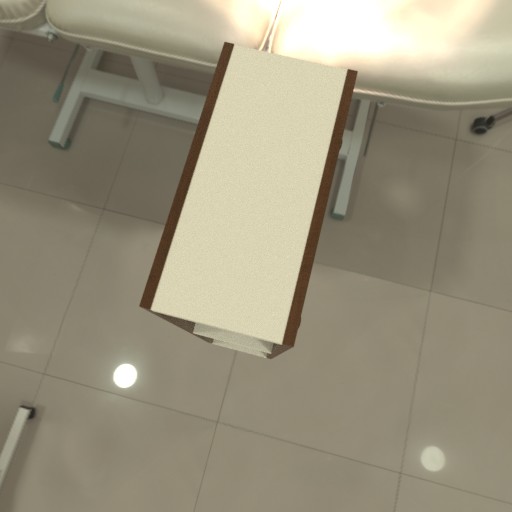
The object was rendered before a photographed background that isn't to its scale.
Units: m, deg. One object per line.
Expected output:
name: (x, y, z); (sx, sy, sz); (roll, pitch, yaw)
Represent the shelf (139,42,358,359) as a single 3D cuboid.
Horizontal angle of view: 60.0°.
shelf: (0.000, 0.000, 0.721); (0.147, 0.600, 0.290); (14, 76, 3)
